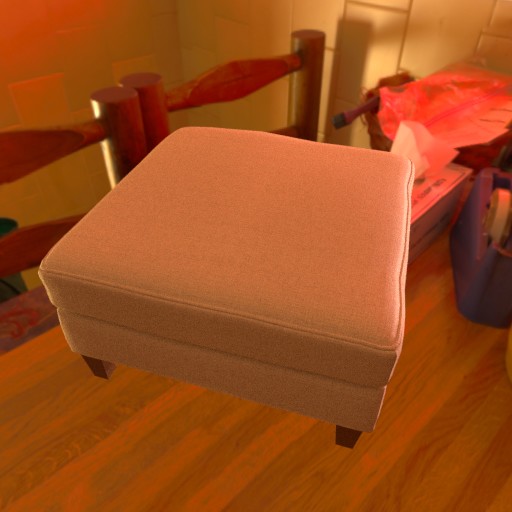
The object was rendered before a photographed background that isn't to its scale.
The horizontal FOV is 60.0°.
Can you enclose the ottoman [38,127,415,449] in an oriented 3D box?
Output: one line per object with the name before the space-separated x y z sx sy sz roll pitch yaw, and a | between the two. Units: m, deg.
ottoman | 0.000 0.000 1.350 0.838 0.503 0.838 11 41 13
